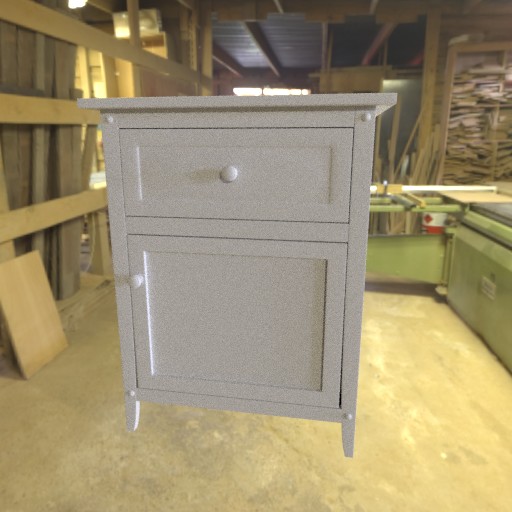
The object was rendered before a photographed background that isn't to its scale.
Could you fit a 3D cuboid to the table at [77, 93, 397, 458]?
[{"bbox_3d":[0.000,0.000,0.756,0.381,0.483,0.381,3,15,10],"label":"table"}]
